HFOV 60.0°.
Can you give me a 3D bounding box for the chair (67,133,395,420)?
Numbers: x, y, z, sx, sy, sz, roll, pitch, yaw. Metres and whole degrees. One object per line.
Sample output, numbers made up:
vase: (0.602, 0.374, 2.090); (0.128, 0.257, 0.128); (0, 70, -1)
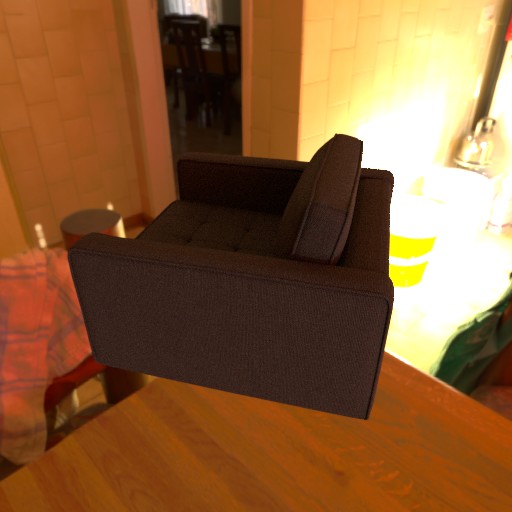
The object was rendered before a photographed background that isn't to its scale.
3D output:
chair: (0.000, 0.000, 1.611); (0.919, 0.770, 0.899); (8, 33, 13)
